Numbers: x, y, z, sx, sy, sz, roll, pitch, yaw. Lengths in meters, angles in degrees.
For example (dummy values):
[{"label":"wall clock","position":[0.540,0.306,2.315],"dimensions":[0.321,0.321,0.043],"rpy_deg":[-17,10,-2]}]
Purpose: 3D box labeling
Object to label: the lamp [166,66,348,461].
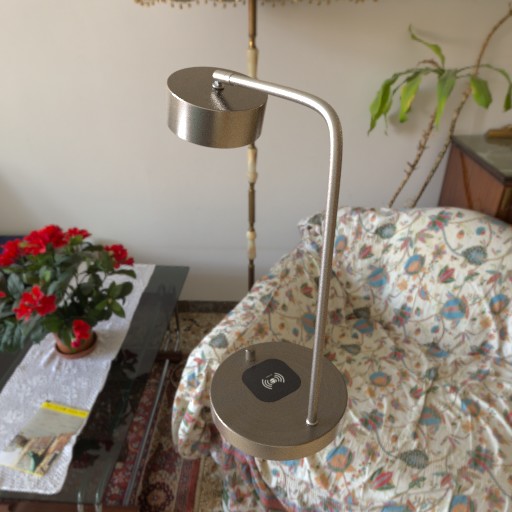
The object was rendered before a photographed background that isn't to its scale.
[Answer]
[{"label":"lamp","position":[0.000,0.000,0.625],"dimensions":[0.211,0.469,0.334],"rpy_deg":[-19,35,-29]}]
